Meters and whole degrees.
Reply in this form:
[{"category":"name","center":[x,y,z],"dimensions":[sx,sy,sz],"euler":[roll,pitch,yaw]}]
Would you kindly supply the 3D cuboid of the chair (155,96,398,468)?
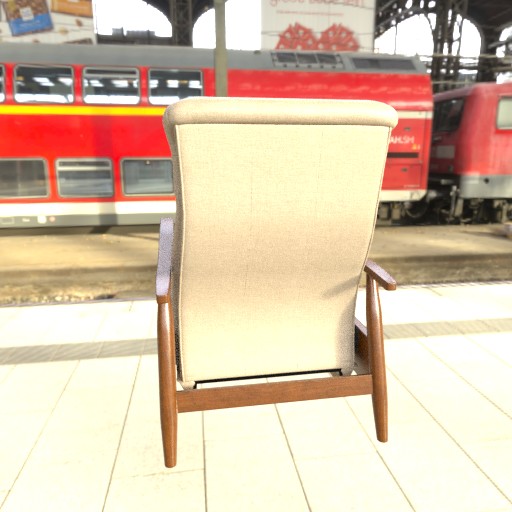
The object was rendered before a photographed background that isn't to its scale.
[{"category":"chair","center":[0.000,0.000,1.753],"dimensions":[0.762,1.082,1.030],"euler":[-2,13,-10]}]
